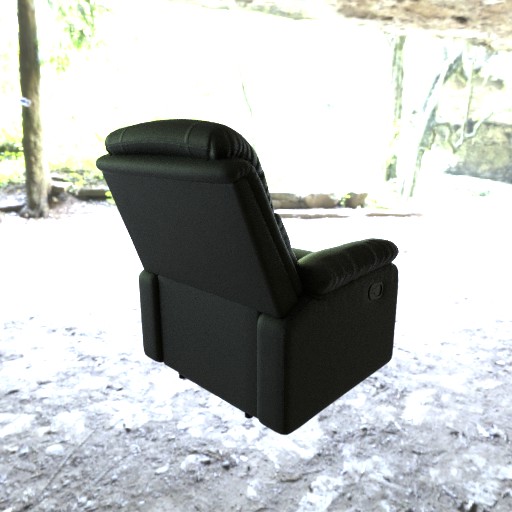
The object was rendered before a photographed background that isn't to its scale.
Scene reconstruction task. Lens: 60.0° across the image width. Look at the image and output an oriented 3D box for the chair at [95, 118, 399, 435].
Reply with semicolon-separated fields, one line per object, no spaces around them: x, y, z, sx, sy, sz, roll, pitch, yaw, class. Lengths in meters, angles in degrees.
0.000;0.000;1.712;0.855;0.992;0.919;14;20;42;chair
